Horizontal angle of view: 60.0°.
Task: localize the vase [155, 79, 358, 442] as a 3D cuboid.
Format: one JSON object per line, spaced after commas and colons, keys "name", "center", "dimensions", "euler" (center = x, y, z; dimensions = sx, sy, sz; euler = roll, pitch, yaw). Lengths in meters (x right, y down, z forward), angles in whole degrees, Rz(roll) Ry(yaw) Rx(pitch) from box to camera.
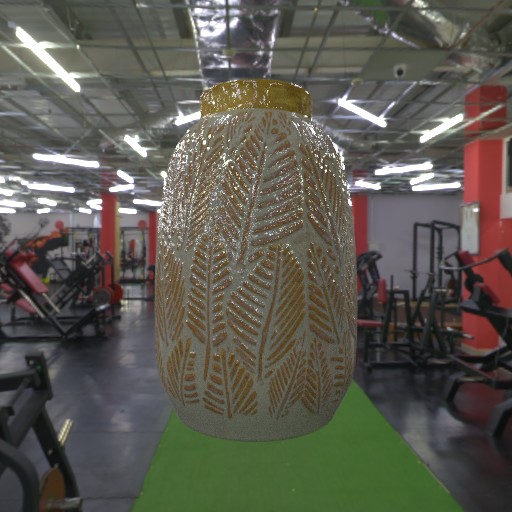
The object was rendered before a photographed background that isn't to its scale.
{"name": "vase", "center": [0.000, 0.000, 0.384], "dimensions": [0.172, 0.270, 0.172], "euler": [0, 1, 0]}
